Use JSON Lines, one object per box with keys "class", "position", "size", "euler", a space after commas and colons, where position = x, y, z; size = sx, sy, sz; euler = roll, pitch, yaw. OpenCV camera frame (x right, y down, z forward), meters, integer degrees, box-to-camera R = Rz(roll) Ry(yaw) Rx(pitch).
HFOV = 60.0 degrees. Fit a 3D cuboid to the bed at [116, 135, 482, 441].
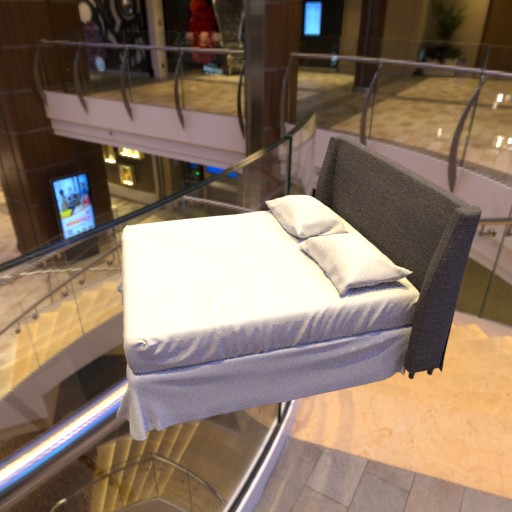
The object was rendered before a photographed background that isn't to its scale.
{"class": "bed", "position": [0.000, 0.000, 3.451], "size": [2.276, 1.332, 1.925], "euler": [-7, 30, -13]}
